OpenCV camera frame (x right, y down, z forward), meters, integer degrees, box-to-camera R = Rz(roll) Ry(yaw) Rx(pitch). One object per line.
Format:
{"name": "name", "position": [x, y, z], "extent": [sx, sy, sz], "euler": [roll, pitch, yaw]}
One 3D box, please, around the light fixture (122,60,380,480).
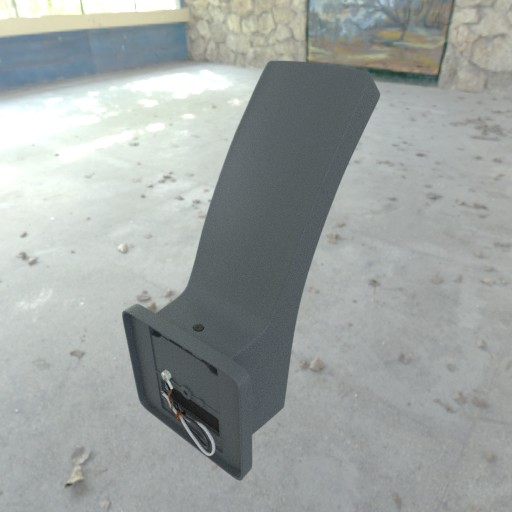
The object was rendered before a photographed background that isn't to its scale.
{"name": "light fixture", "position": [0.000, 0.000, 0.319], "extent": [0.108, 0.243, 0.174], "euler": [23, 38, 32]}
